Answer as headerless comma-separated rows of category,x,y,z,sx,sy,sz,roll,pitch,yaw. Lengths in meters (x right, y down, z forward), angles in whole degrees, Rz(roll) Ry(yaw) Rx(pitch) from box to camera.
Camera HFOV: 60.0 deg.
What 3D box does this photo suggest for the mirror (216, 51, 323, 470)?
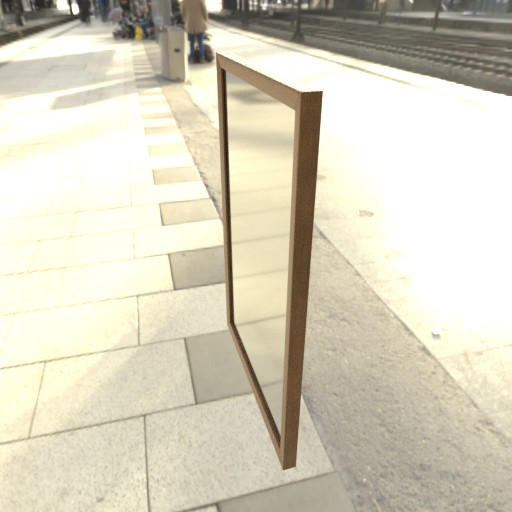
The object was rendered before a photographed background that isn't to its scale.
mirror,0.000,0.000,1.153,0.040,0.915,0.609,-9,31,-14
